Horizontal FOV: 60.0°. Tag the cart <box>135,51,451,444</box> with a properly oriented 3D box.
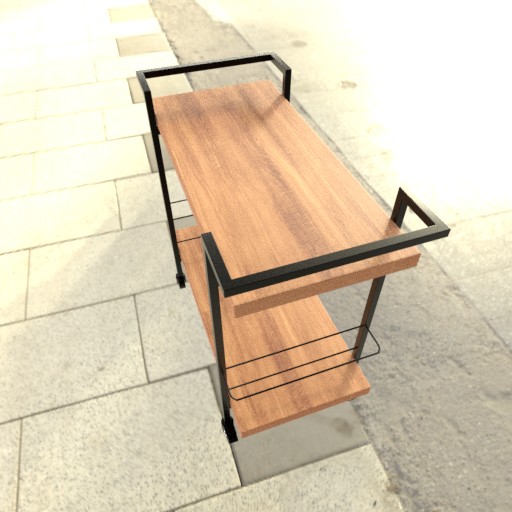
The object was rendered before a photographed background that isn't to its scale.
[{"bbox_3d":[0.000,0.000,1.227,0.406,0.762,0.806,-14,47,-14],"label":"cart"}]
